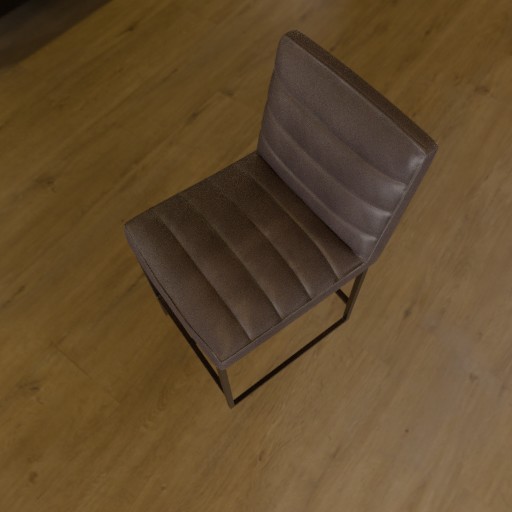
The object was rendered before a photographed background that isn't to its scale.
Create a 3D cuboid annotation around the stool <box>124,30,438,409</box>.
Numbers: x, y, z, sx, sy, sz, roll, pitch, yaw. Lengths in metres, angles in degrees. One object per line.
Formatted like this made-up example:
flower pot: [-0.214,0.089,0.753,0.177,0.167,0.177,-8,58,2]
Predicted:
stool: [0.000,0.000,1.243,0.562,0.946,0.463,-33,67,-16]
